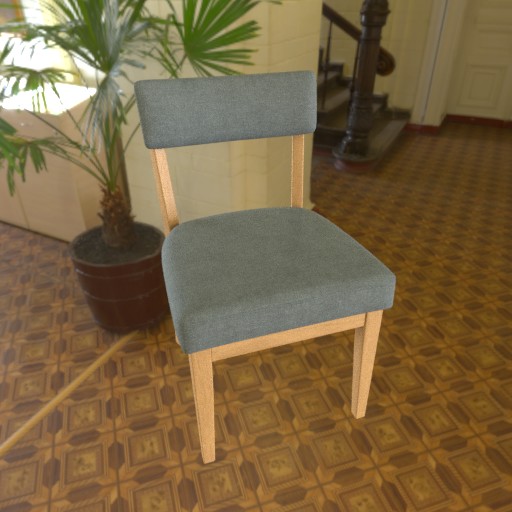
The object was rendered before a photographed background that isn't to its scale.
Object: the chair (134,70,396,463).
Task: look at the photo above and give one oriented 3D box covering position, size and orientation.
[{"bbox_3d":[0.000,0.000,1.179,0.508,0.832,0.572,-10,33,-15],"label":"chair"}]
